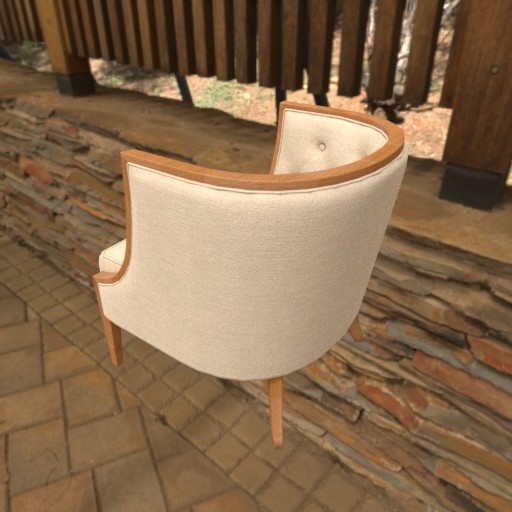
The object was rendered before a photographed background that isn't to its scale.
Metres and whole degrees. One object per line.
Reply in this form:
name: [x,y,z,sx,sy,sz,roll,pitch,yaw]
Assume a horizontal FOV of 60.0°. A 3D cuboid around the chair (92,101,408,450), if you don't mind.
chair: [0.000,0.000,1.359,0.757,0.775,0.711,20,36,30]
